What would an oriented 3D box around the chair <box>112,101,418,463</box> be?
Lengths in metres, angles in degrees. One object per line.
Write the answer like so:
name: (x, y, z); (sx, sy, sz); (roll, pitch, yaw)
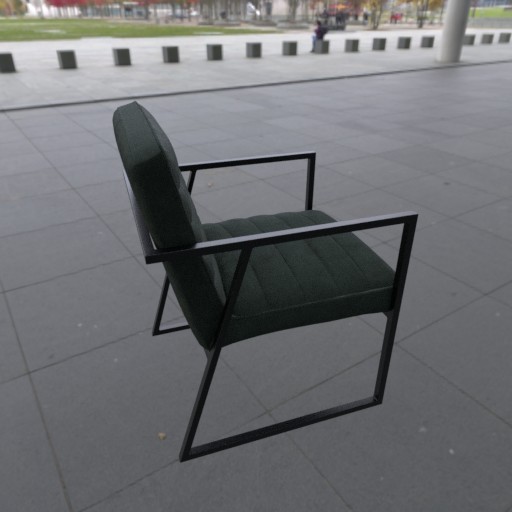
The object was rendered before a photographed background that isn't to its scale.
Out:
chair: (0.000, 0.000, 1.285); (0.677, 0.833, 0.571); (-9, 30, -16)
